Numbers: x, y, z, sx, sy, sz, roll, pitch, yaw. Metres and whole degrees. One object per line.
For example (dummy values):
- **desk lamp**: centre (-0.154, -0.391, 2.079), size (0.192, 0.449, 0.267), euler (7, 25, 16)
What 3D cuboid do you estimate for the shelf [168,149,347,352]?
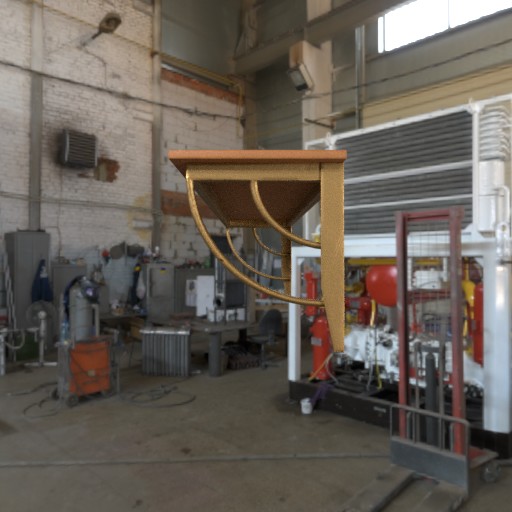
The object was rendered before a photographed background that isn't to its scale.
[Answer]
- **shelf**: centre (0.000, 0.000, 0.727), size (0.166, 0.190, 0.636), euler (0, -1, 0)
